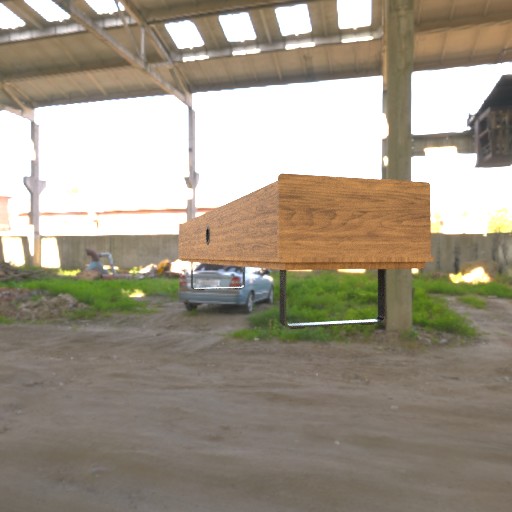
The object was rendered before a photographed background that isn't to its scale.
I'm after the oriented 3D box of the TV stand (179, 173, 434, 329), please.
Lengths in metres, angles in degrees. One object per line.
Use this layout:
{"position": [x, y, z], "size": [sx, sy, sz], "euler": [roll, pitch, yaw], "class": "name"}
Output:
{"position": [0.000, 0.000, 2.026], "size": [0.467, 0.415, 1.796], "euler": [0, 0, -18], "class": "TV stand"}
